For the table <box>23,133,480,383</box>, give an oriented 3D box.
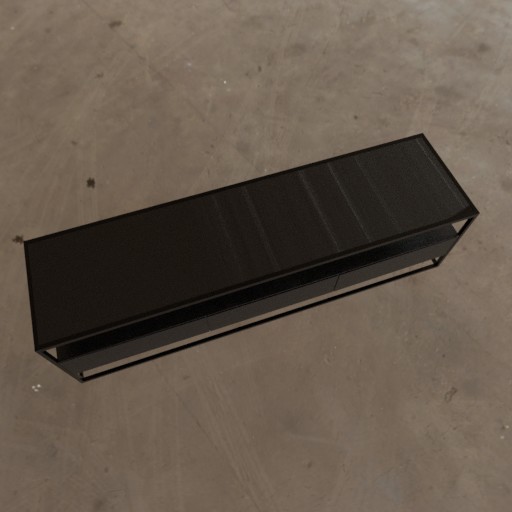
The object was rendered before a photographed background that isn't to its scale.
[{"bbox_3d":[0.000,0.000,1.660,1.486,0.395,0.399,-17,62,-9],"label":"table"}]
